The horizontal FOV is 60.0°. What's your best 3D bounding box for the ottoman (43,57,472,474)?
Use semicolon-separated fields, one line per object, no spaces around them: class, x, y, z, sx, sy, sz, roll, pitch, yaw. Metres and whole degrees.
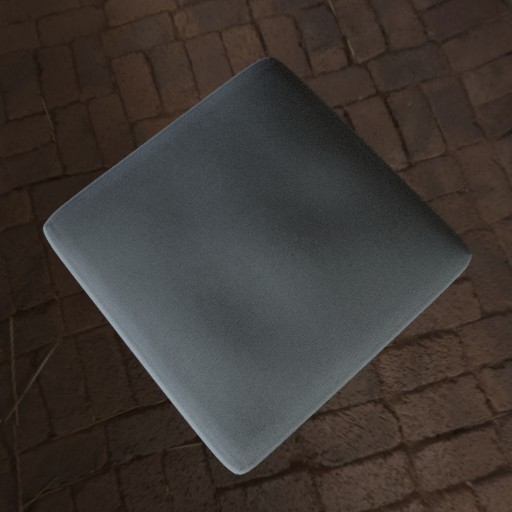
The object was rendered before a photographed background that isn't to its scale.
ottoman;0.000;0.000;1.320;0.843;0.441;0.842;-40;79;-9
